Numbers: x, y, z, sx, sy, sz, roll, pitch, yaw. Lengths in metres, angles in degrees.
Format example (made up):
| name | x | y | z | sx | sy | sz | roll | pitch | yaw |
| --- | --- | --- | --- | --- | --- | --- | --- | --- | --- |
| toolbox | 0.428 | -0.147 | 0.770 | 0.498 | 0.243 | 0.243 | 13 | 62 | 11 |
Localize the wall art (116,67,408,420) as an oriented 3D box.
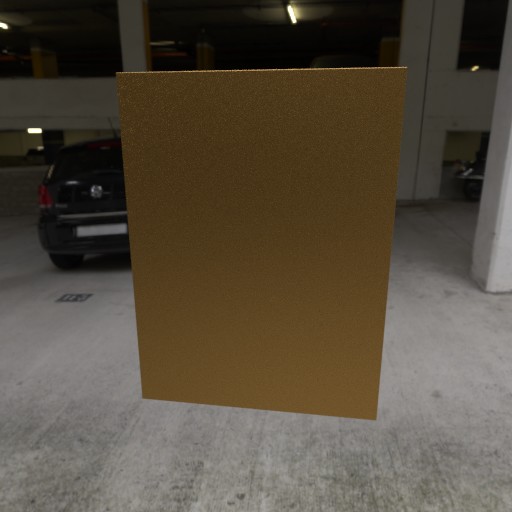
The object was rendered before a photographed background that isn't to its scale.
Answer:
| name | x | y | z | sx | sy | sz | roll | pitch | yaw |
| --- | --- | --- | --- | --- | --- | --- | --- | --- | --- |
| wall art | 0.000 | 0.000 | 1.048 | 0.610 | 0.812 | 0.038 | 2 | 16 | 8 |
